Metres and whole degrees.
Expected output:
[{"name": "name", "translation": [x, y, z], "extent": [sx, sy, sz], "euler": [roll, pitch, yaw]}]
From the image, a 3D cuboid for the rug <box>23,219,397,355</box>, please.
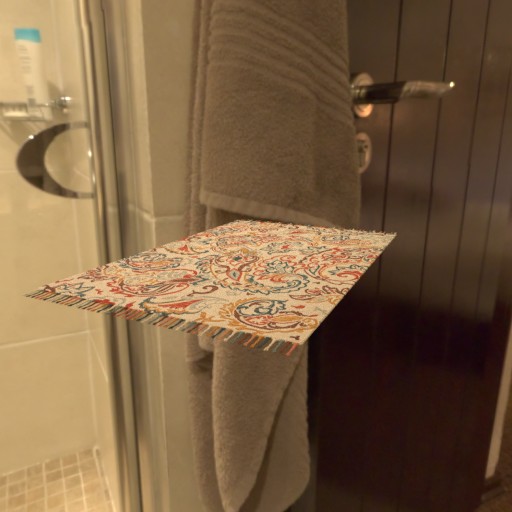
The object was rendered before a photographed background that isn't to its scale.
[{"name": "rug", "translation": [0.000, 0.000, 2.453], "extent": [1.218, 0.010, 1.997], "euler": [7, 17, 25]}]
